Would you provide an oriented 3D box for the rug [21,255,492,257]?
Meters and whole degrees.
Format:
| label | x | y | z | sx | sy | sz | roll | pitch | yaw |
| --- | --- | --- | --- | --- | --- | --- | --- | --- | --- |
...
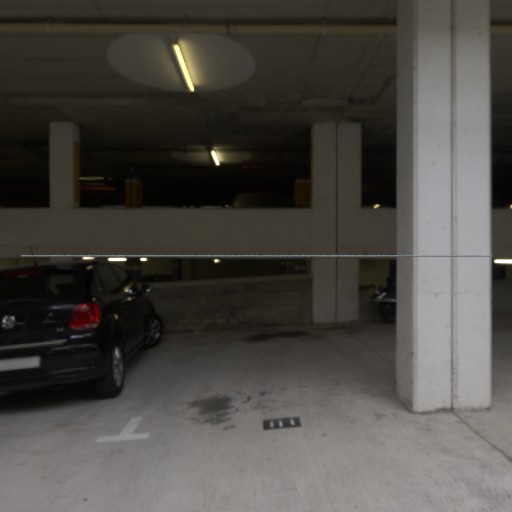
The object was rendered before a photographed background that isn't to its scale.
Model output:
| label | x | y | z | sx | sy | sz | roll | pitch | yaw |
| --- | --- | --- | --- | --- | --- | --- | --- | --- | --- |
| rug | 0.000 | 0.000 | 2.910 | 2.286 | 0.006 | 1.522 | 0 | 0 | -1 |
